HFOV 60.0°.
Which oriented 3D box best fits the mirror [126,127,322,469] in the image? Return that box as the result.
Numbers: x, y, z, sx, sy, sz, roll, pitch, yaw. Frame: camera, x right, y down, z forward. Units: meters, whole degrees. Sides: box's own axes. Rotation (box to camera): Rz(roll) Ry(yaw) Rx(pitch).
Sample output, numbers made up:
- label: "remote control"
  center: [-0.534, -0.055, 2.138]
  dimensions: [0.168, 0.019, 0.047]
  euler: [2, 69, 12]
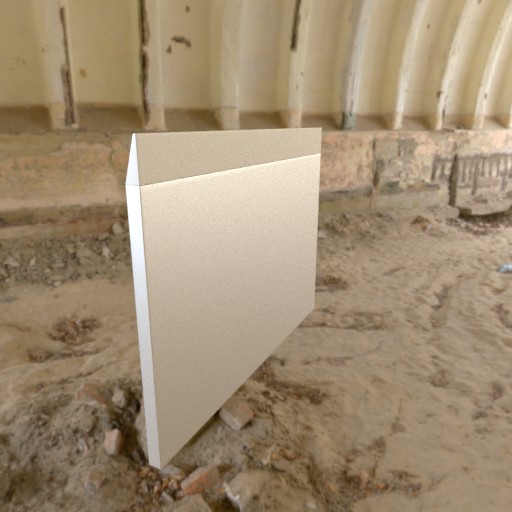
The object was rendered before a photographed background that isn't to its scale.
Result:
- label: "mirror"
  center: [0.000, 0.000, 1.147]
  dimensions: [0.030, 0.630, 0.870]
  euler: [8, 19, 26]
